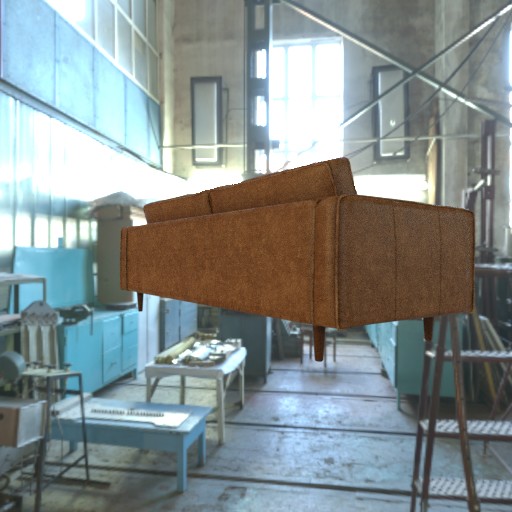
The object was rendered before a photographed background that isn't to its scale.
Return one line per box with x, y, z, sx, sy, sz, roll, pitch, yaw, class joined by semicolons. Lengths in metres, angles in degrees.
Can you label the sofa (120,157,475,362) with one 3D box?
0.000;0.000;2.588;0.886;0.779;2.199;0;0;-36;sofa
